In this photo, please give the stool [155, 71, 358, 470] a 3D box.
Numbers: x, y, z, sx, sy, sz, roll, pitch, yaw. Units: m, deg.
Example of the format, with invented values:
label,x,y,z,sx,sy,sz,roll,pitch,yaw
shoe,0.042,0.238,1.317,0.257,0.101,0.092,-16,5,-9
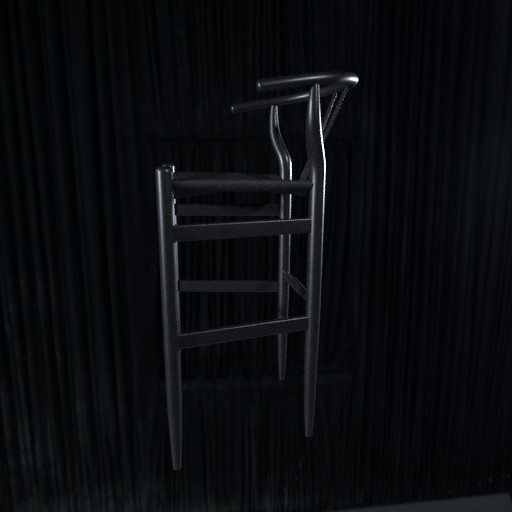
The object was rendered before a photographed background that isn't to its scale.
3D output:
label,x,y,z,sx,sy,sz,roll,pitch,yaw
stool,0.000,0.000,1.415,0.579,1.072,0.569,-2,13,-10
